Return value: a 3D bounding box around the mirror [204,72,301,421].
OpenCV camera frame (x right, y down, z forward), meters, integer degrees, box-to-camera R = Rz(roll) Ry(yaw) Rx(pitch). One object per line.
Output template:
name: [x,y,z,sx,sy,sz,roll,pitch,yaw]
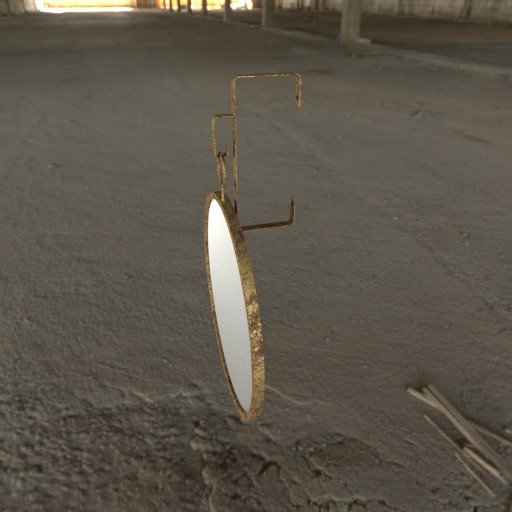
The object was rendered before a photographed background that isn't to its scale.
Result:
mirror: [0.000,0.000,0.851,0.144,0.651,0.447,-8,31,-13]
